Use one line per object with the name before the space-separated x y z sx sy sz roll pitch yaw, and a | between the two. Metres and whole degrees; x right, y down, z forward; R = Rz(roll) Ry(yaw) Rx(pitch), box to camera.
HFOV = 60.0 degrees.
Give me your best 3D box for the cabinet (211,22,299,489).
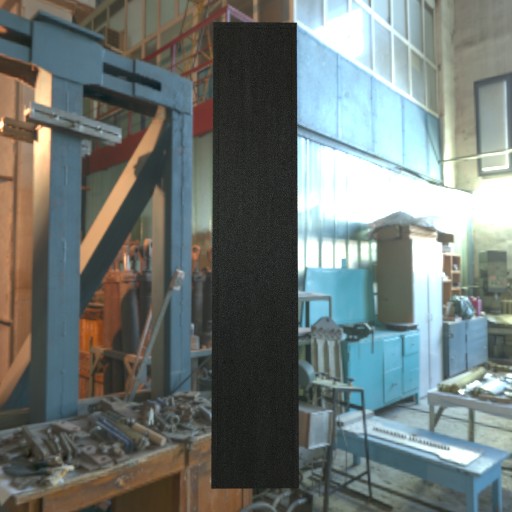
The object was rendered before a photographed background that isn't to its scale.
cabinet | 0.000 0.000 1.590 0.250 1.280 0.750 0 -2 -1
